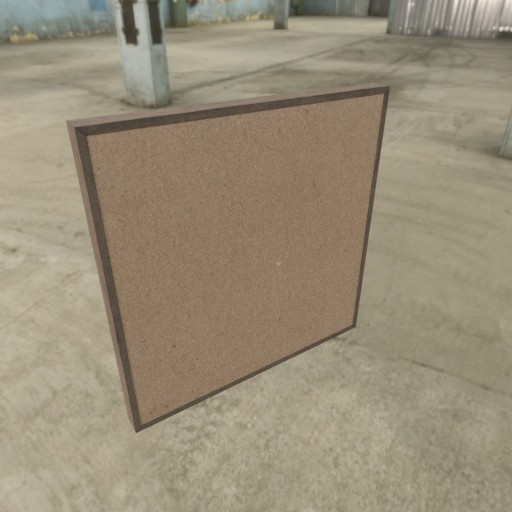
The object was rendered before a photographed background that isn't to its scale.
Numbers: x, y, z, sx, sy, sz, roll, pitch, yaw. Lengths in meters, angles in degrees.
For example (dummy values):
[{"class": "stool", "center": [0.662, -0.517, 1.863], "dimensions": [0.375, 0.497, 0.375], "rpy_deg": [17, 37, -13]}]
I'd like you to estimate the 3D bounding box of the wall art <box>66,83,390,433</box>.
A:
[{"class": "wall art", "center": [0.000, 0.000, 0.753], "dimensions": [0.508, 0.508, 0.038], "rpy_deg": [-18, 35, -29]}]
